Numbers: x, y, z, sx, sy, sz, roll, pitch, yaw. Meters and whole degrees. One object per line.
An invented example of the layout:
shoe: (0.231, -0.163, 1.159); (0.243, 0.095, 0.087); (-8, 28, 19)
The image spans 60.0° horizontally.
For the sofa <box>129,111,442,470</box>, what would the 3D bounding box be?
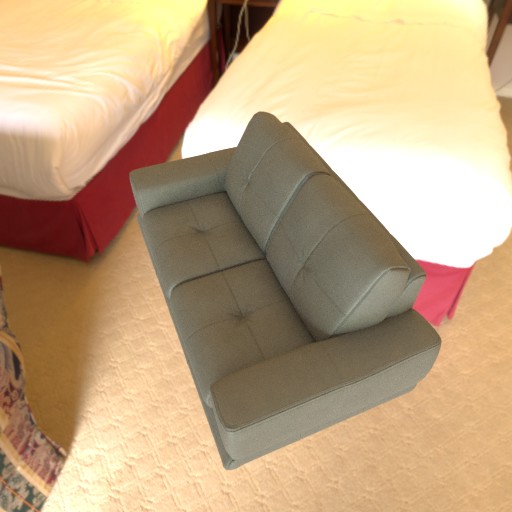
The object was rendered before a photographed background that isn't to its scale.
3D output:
sofa: (0.000, 0.000, 2.369); (1.018, 0.907, 1.806); (-17, 49, -15)
